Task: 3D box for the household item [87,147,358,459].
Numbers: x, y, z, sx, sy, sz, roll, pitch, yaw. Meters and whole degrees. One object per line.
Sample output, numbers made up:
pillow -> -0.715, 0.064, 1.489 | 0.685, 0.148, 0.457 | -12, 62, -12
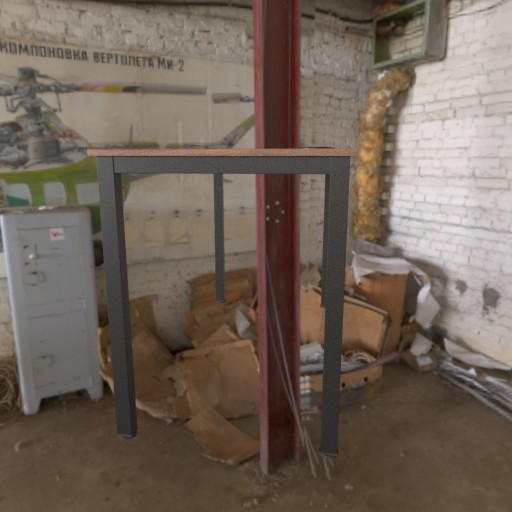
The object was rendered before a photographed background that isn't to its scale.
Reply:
household item -> 0.000, 0.000, 1.622 | 0.600, 0.750, 1.200 | 2, 13, 8
